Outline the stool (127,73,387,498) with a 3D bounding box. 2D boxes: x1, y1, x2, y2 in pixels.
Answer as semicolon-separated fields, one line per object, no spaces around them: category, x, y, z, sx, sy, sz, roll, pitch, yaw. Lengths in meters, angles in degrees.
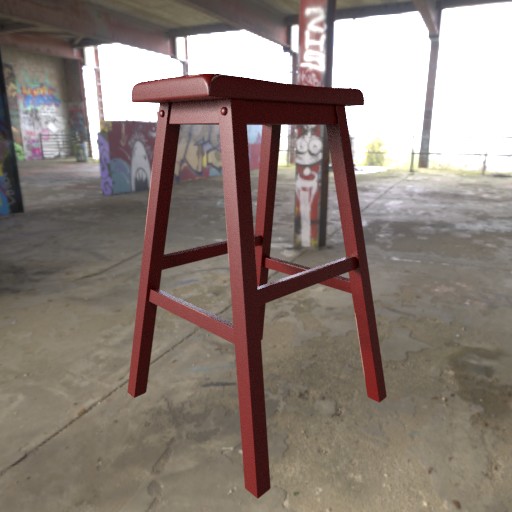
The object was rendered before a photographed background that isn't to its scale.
stool;0.000;0.000;1.025;0.457;0.737;0.476;-15;22;-42
